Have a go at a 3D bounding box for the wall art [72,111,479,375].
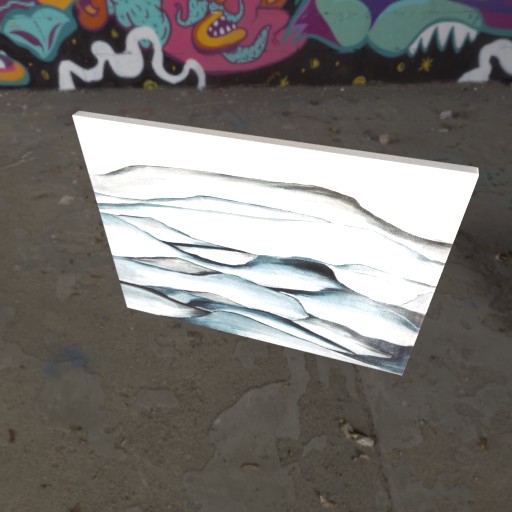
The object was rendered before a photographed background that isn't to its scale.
[{"bbox_3d":[0.000,0.000,1.596,1.219,0.915,0.039,12,43,13],"label":"wall art"}]
